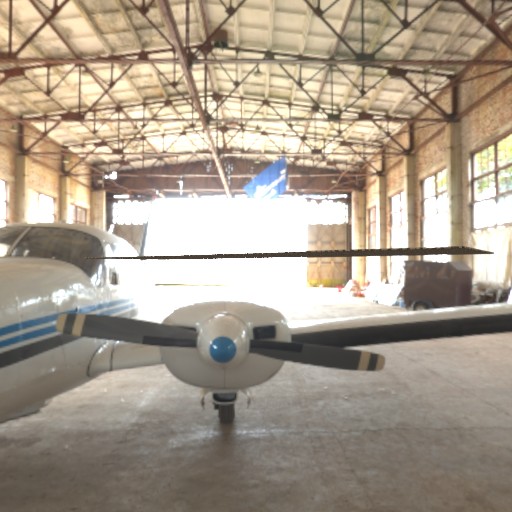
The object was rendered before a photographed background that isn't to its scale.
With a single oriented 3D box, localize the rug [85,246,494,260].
[{"bbox_3d":[0.000,0.000,2.474,2.277,0.008,0.676,-1,-2,36],"label":"rug"}]
